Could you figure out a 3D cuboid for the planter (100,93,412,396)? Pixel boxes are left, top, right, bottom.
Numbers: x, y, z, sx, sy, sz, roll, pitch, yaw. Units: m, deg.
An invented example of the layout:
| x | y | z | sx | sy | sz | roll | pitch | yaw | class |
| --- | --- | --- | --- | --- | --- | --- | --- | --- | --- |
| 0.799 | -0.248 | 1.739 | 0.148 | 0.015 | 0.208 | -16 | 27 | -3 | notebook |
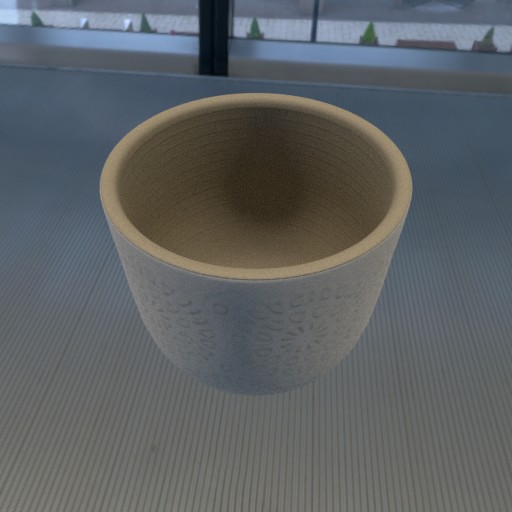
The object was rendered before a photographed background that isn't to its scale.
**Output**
| x | y | z | sx | sy | sz | roll | pitch | yaw | class |
| --- | --- | --- | --- | --- | --- | --- | --- | --- | --- |
| 0.000 | 0.000 | 0.220 | 0.124 | 0.109 | 0.124 | 0 | 46 | 0 | planter |
